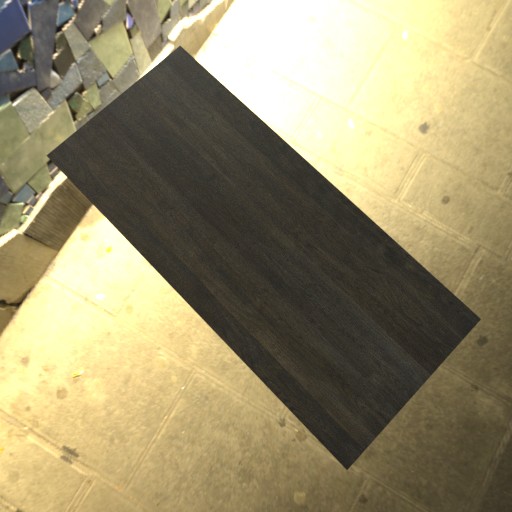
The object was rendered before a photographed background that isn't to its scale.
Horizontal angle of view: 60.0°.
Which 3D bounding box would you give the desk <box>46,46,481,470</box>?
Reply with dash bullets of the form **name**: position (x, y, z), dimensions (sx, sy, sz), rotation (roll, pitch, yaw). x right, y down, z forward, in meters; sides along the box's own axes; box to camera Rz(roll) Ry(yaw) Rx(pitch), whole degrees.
- **desk**: position (0.000, 0.000, 2.045), dimensions (0.730, 0.780, 1.600), rotation (-44, 80, -9)
